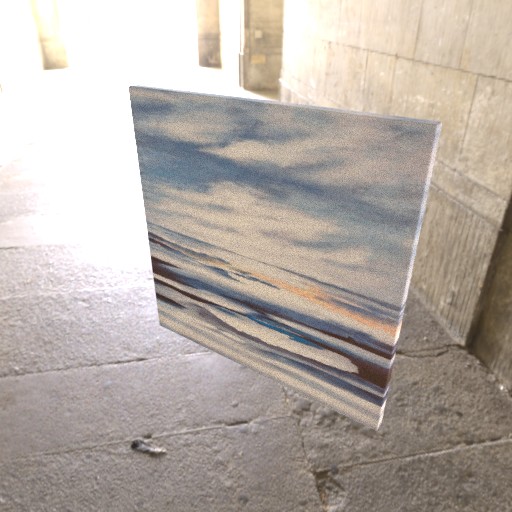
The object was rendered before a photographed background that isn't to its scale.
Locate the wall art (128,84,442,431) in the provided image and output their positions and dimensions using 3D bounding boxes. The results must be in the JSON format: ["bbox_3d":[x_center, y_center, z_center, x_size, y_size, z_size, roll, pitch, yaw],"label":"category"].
[{"bbox_3d":[0.000,0.000,1.109,0.747,0.747,0.035,18,34,29],"label":"wall art"}]
